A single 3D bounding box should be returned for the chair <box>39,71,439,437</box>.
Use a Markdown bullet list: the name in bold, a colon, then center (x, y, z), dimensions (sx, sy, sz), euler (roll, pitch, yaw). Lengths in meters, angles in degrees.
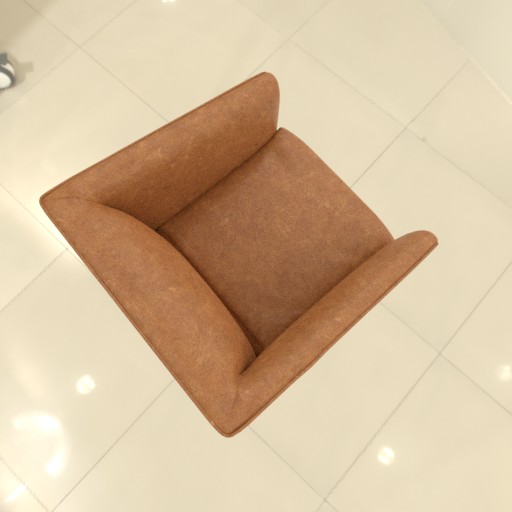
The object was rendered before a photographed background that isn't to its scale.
- **chair**: center (0.000, 0.000, 1.204), dimensions (0.625, 0.760, 0.588), euler (-40, 79, -10)
